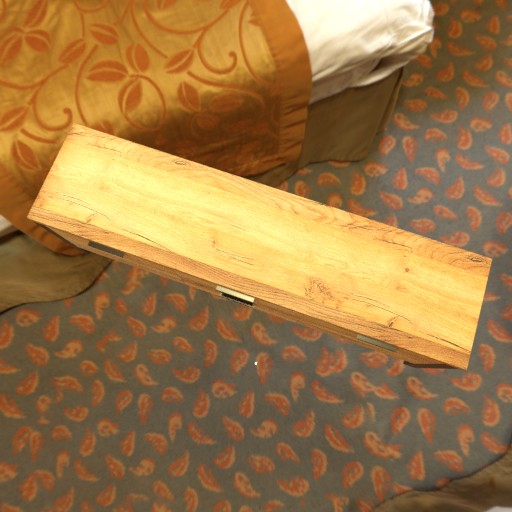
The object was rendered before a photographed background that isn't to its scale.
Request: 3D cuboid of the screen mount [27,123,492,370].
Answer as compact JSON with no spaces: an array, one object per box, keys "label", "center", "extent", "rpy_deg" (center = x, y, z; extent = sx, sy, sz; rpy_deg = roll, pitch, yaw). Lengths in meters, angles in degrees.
[{"label":"screen mount","center":[0.000,0.000,1.705],"extent":[1.524,0.450,0.395],"rpy_deg":[19,77,4]}]
